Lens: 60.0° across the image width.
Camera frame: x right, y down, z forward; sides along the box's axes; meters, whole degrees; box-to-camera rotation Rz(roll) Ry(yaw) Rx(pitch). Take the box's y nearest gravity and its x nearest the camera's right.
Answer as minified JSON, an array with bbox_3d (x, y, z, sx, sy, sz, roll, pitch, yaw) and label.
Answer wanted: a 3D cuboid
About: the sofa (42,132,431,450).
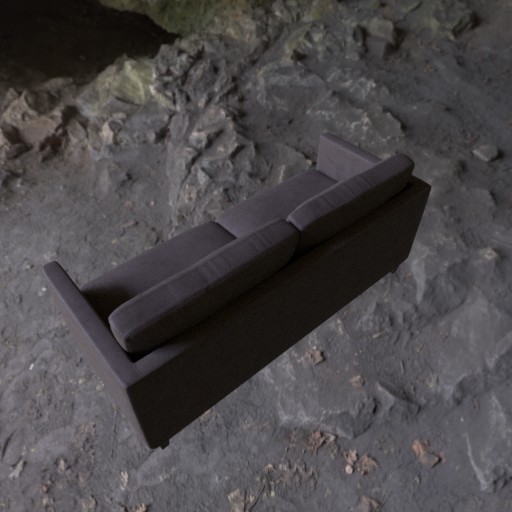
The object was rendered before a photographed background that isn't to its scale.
[{"bbox_3d":[0.000,0.000,2.753,2.208,0.965,0.951,-31,52,-28],"label":"sofa"}]
